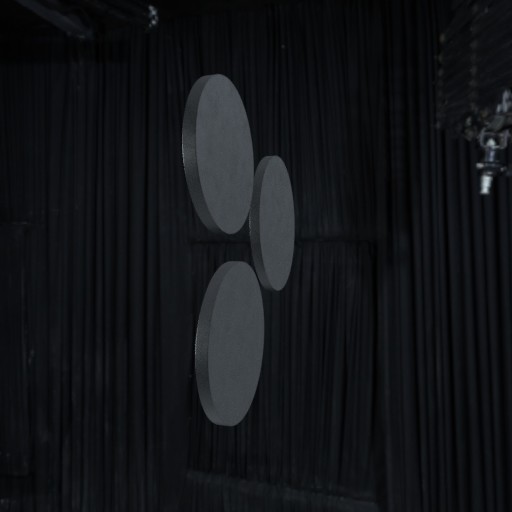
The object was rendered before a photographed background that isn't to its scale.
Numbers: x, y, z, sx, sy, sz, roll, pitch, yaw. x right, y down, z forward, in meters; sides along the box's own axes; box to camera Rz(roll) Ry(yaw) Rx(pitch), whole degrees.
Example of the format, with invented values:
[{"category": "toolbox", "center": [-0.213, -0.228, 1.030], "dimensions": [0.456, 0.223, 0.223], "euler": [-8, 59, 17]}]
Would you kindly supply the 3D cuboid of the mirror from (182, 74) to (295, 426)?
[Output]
[{"category": "mirror", "center": [0.000, 0.000, 3.236], "dimensions": [0.076, 2.096, 2.160], "euler": [0, 0, 18]}]
